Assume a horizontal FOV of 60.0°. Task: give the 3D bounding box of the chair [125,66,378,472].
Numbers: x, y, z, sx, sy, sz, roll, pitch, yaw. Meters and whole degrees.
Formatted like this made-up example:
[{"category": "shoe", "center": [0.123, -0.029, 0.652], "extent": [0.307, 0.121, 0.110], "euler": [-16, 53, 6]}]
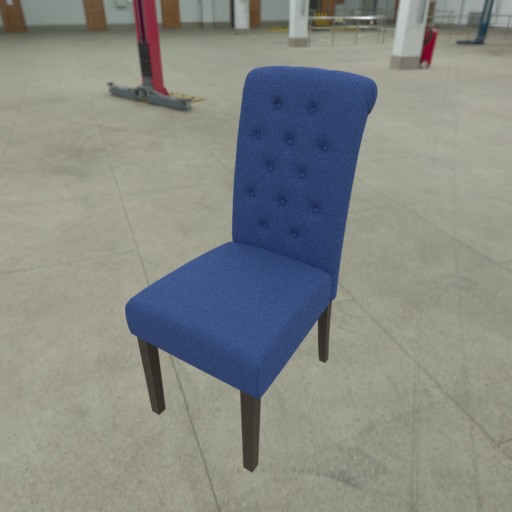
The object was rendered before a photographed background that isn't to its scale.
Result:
[{"category": "chair", "center": [0.000, 0.000, 1.349], "extent": [0.456, 1.006, 0.671], "euler": [19, 35, 29]}]
